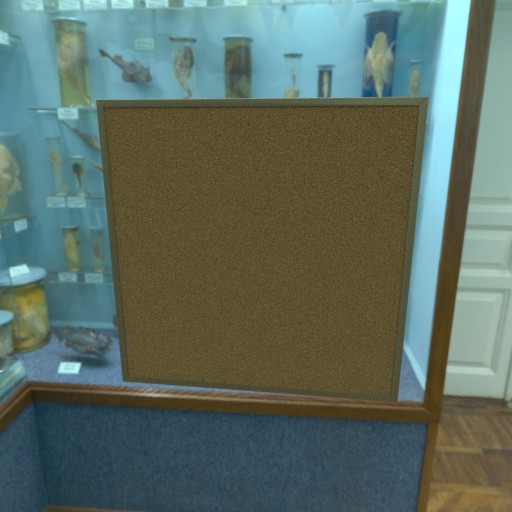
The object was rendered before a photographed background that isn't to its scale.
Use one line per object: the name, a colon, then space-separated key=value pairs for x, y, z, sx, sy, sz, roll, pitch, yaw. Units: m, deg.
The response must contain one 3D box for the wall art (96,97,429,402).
wall art: x=0.000 y=0.000 z=0.755 sx=0.505 sy=0.505 sz=0.037 roll=2 pitch=16 yaw=7
